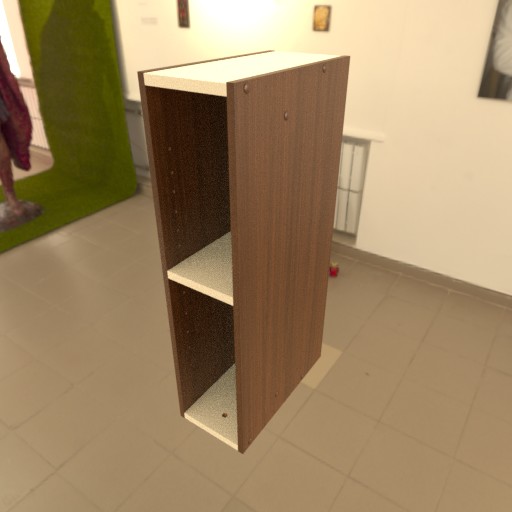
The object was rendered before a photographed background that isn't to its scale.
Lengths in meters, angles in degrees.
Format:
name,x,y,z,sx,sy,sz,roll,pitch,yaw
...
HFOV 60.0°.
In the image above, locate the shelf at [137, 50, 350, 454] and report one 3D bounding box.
name,x,y,z,sx,sy,sz,roll,pitch,yaw
shelf,0.000,0.000,0.745,0.147,0.600,0.290,19,35,29
